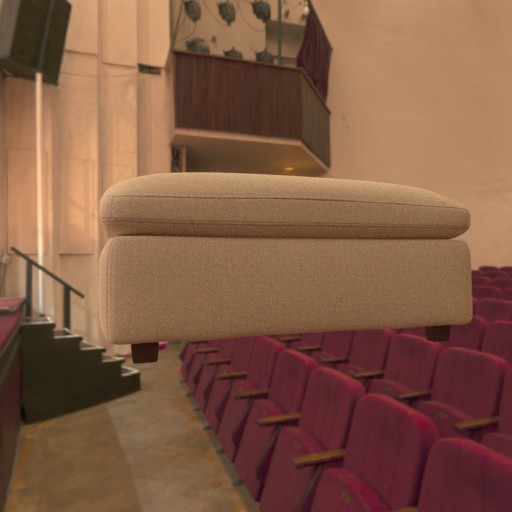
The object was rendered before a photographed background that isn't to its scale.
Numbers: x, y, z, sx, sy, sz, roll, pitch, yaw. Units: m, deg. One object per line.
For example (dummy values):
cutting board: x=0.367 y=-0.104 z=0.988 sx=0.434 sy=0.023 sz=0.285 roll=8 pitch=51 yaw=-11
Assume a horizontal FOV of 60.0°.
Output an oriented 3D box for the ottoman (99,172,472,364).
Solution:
ottoman: x=0.000 y=0.000 z=1.509 sx=0.996 sy=0.467 sz=0.977 roll=0 pitch=0 yaw=-18
